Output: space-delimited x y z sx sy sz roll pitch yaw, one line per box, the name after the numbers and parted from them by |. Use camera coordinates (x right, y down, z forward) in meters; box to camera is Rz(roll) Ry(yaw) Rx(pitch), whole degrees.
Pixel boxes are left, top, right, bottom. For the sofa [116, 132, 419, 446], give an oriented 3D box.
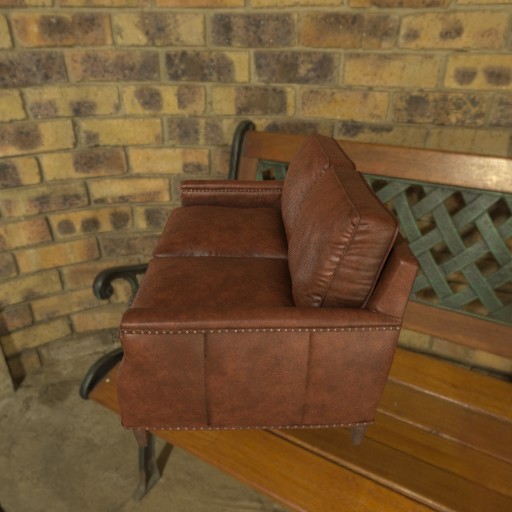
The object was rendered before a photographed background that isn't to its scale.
0.000 0.000 2.267 1.083 1.003 1.628 0 27 -1 | sofa
